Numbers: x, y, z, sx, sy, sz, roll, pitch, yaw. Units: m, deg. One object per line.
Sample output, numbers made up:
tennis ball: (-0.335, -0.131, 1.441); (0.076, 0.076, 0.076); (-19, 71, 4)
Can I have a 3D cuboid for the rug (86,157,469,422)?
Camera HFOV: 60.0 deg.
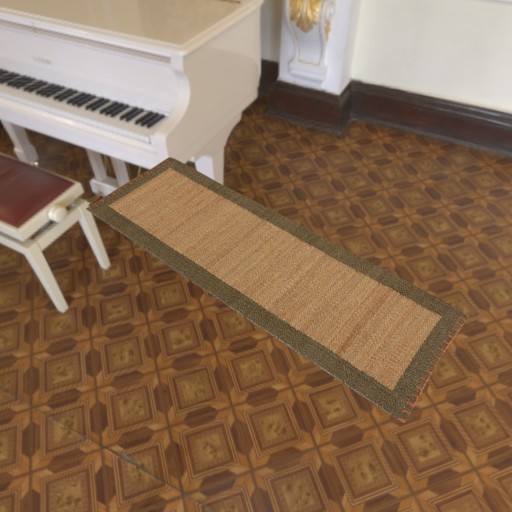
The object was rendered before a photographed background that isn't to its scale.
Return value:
rug: (0.000, 0.000, 2.779); (2.413, 0.016, 0.810); (31, 54, 26)
